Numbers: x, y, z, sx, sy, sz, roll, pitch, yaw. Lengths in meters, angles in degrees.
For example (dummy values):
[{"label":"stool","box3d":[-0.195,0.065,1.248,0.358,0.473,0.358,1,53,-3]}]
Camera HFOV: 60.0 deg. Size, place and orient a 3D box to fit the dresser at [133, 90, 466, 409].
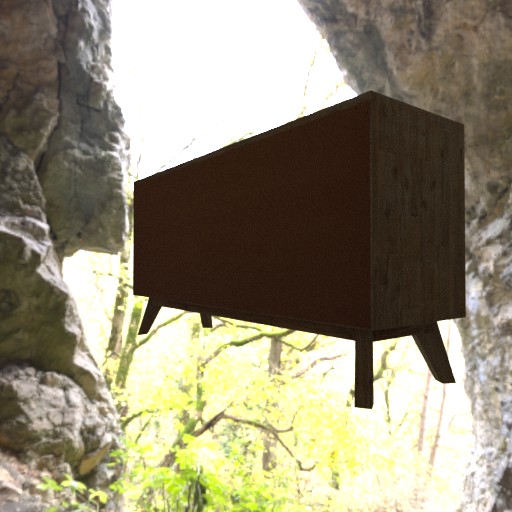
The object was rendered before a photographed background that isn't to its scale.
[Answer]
[{"label":"dresser","box3d":[0.000,0.000,1.858,0.455,0.805,1.554,1,-1,-37]}]
